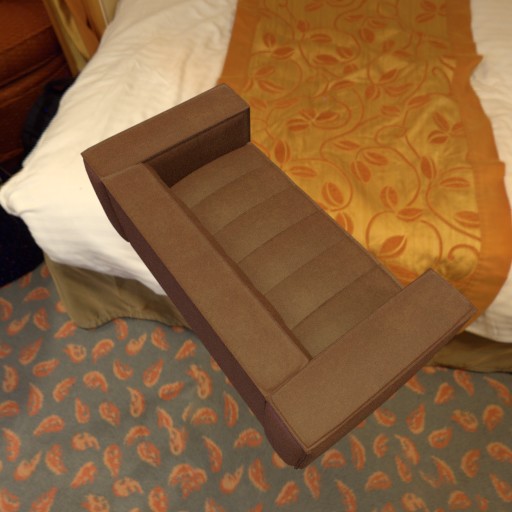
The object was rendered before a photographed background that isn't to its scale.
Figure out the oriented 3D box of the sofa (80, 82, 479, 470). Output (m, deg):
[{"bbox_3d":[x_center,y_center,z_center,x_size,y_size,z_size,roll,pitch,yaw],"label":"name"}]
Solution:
[{"bbox_3d":[0.000,0.000,2.594,1.102,0.703,2.088,-33,64,-19],"label":"sofa"}]
